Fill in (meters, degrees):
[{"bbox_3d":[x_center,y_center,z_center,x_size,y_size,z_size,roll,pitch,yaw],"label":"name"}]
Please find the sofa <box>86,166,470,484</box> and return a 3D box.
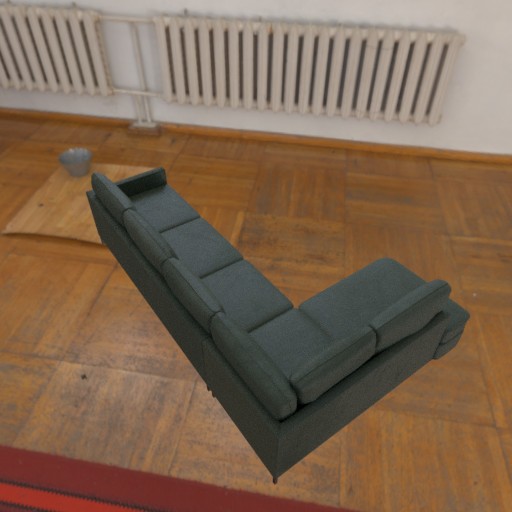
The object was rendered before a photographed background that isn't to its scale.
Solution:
[{"bbox_3d":[0.000,0.000,4.297,2.048,0.996,3.384,-26,48,-26],"label":"sofa"}]
